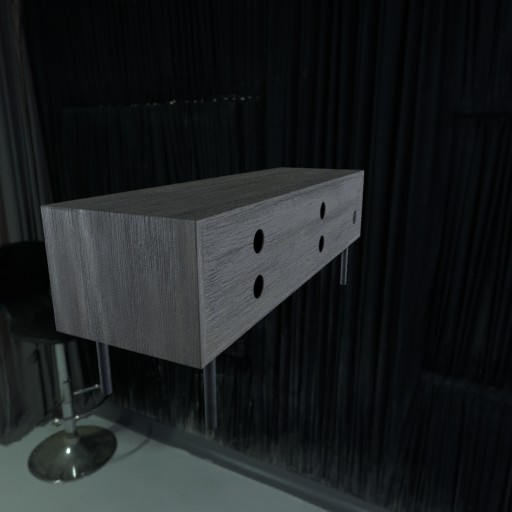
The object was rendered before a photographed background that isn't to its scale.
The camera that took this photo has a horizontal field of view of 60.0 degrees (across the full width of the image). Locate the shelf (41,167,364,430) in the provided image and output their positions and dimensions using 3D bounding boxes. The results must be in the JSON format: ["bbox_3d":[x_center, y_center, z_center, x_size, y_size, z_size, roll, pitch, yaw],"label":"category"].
[{"bbox_3d":[0.000,0.000,1.492,0.400,0.495,1.300,7,17,25],"label":"shelf"}]
